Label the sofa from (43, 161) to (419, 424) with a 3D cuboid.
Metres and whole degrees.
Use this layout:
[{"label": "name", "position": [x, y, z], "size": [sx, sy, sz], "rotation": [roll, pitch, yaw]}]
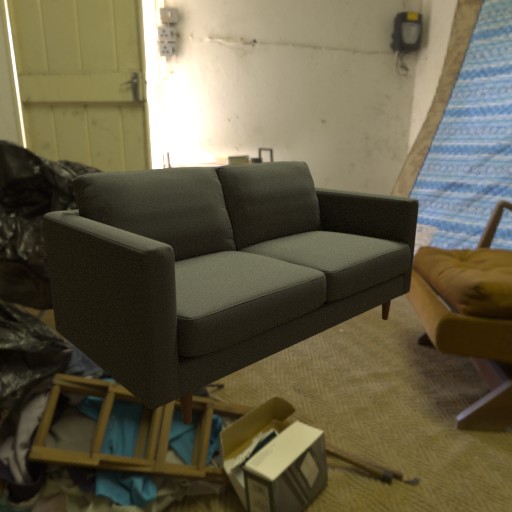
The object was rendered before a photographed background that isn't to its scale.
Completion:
[{"label": "sofa", "position": [0.000, 0.000, 2.224], "size": [1.713, 0.866, 0.940], "rotation": [-14, 21, -42]}]
